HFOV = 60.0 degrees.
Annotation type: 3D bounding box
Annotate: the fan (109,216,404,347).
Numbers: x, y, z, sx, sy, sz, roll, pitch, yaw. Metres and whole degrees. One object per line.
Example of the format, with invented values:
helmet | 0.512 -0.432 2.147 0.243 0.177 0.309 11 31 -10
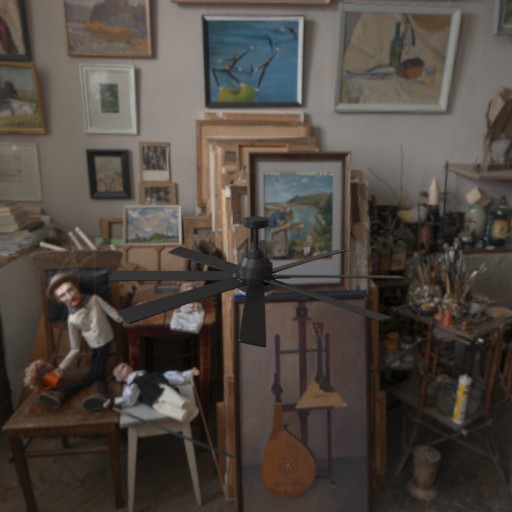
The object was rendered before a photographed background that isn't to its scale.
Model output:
fan | 0.000 0.000 2.761 1.830 0.472 1.830 -15 22 -42
